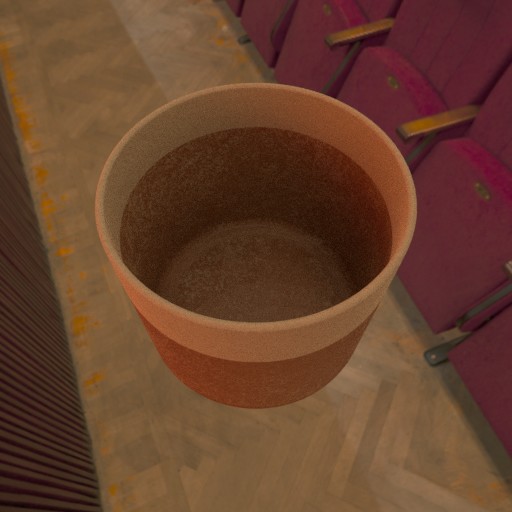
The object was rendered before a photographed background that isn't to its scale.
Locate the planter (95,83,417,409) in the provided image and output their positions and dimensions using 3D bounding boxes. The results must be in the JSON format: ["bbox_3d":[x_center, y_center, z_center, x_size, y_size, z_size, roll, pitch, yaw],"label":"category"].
[{"bbox_3d":[0.000,0.000,0.279,0.159,0.138,0.159,0,58,0],"label":"planter"}]
